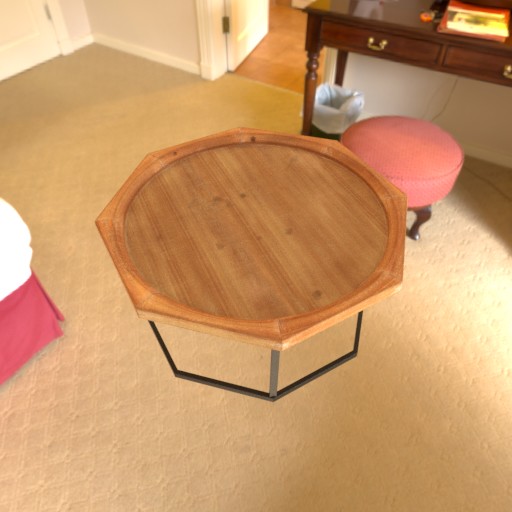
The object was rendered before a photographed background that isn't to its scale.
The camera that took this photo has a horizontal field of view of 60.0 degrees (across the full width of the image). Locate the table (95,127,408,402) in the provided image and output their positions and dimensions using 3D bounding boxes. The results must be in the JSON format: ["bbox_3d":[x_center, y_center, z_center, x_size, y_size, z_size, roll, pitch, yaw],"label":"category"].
[{"bbox_3d":[0.000,0.000,1.564,1.002,0.444,1.002,0,46,0],"label":"table"}]
